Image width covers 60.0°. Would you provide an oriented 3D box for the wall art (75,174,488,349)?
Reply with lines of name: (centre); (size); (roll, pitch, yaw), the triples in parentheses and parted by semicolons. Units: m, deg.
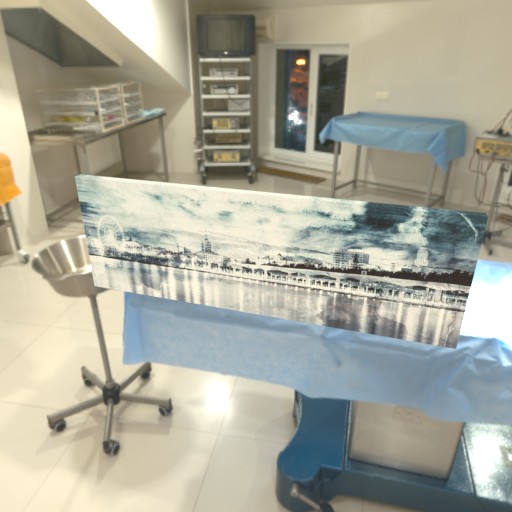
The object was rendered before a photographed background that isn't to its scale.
wall art: (0.000, 0.000, 1.709); (1.524, 0.509, 0.037); (8, 27, 16)
